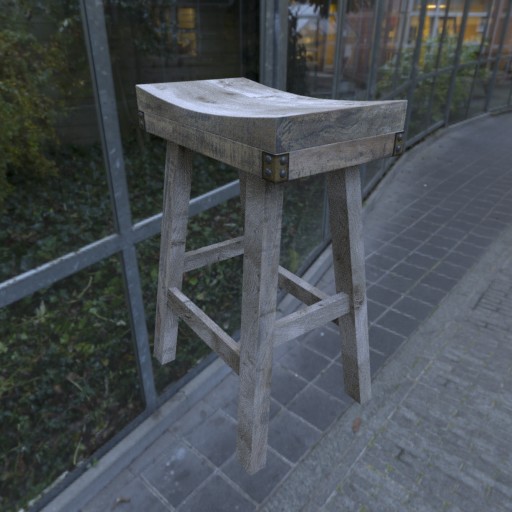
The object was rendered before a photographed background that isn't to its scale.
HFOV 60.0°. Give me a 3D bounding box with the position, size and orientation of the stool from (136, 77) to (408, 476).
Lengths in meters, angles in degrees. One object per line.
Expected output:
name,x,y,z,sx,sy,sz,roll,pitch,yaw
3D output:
stool,0.000,0.000,0.907,0.330,0.635,0.450,-18,32,-32
